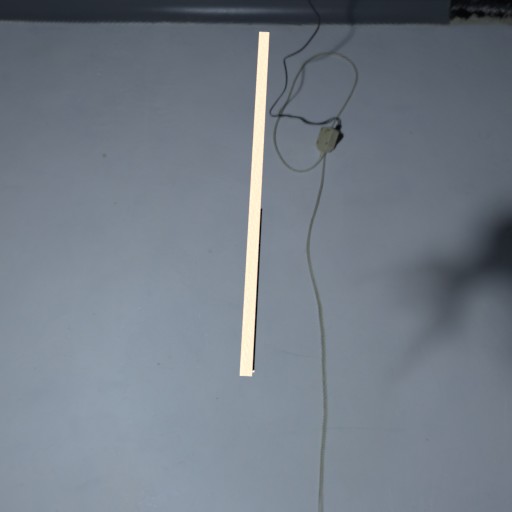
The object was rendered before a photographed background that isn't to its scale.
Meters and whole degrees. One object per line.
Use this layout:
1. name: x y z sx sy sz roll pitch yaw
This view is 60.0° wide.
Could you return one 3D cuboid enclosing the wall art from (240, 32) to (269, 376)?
1. wall art: 0.000 0.000 1.935 0.030 1.519 0.990 3 76 1
